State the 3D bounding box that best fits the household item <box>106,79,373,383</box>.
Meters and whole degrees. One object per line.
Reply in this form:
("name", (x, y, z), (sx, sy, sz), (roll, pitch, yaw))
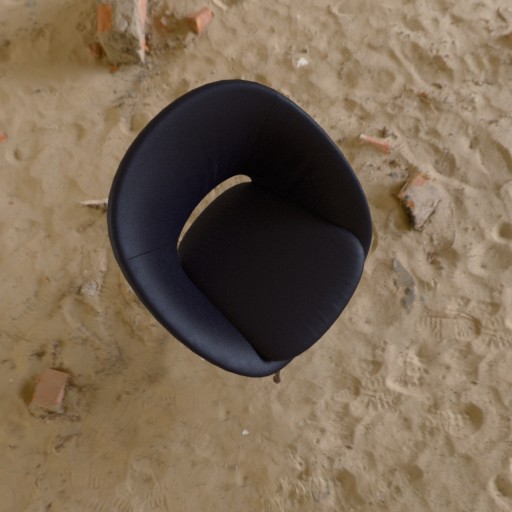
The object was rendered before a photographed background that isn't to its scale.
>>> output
("household item", (0.000, 0.000, 1.270), (0.573, 0.852, 0.623), (37, 77, 10))
